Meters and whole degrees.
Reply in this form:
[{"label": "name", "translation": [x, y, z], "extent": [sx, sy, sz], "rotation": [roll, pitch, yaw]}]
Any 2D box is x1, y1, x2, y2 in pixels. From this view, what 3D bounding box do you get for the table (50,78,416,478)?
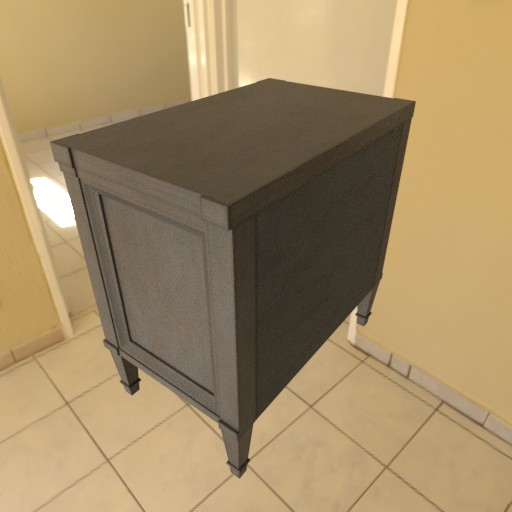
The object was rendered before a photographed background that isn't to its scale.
[{"label": "table", "translation": [0.000, 0.000, 1.072], "extent": [0.413, 0.660, 0.660], "rotation": [23, 40, 30]}]
